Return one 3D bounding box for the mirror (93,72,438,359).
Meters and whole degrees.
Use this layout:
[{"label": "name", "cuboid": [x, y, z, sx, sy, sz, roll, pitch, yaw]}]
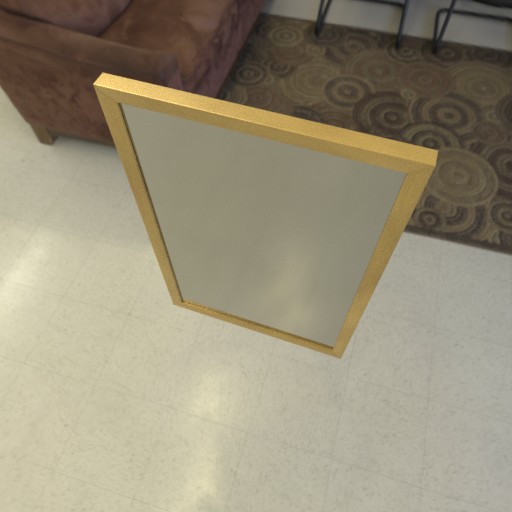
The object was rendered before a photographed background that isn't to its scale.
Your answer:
[{"label": "mirror", "cuboid": [0.000, 0.000, 1.145, 0.609, 0.915, 0.040, 16, 60, 10]}]
